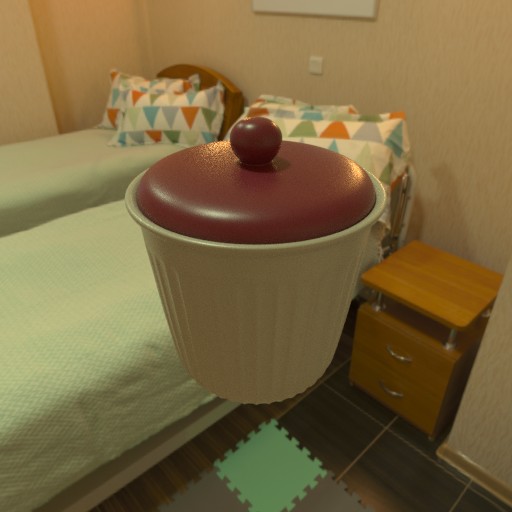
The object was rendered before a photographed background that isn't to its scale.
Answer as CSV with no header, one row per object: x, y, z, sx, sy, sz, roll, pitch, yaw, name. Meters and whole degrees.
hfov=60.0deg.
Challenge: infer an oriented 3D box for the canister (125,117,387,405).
0.000,0.000,0.345,0.181,0.211,0.181,0,31,0,canister
